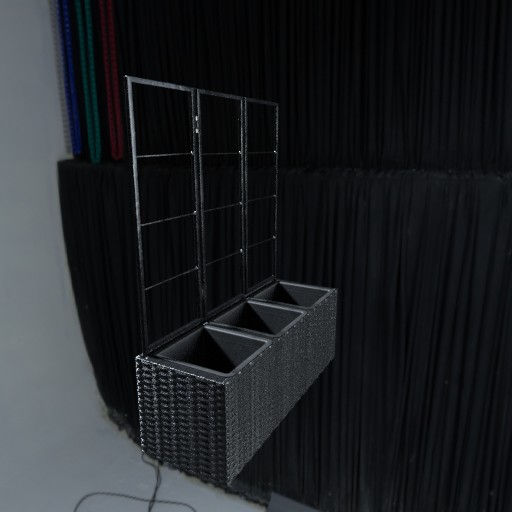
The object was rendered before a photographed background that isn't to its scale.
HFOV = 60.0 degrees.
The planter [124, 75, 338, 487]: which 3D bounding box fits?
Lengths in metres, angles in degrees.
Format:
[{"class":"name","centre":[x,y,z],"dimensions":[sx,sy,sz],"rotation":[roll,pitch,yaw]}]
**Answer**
[{"class":"planter","centre":[0.000,0.000,1.195],"dimensions":[0.244,0.841,0.698],"rotation":[8,16,28]}]
